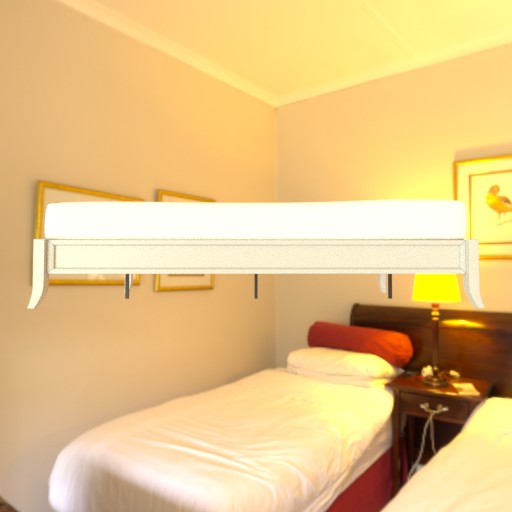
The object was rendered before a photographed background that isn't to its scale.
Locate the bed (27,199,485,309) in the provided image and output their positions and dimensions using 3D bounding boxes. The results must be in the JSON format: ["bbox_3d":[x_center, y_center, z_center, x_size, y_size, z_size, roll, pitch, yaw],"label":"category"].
[{"bbox_3d":[0.000,0.000,2.656,1.985,0.510,1.460,0,-2,0],"label":"bed"}]
